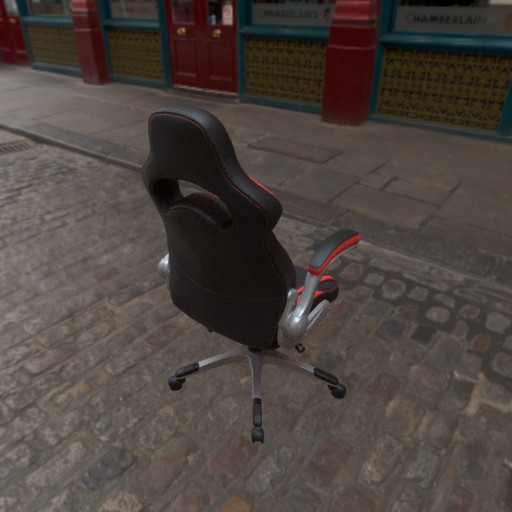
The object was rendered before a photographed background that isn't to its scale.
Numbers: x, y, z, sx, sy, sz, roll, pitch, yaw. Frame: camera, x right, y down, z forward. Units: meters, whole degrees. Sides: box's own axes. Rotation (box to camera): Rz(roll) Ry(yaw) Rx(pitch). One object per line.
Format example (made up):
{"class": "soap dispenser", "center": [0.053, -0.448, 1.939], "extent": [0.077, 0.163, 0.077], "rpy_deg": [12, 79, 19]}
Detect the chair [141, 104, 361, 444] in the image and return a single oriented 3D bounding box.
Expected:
{"class": "chair", "center": [0.000, 0.000, 1.640], "extent": [0.758, 1.165, 0.712], "rpy_deg": [20, 35, 32]}
